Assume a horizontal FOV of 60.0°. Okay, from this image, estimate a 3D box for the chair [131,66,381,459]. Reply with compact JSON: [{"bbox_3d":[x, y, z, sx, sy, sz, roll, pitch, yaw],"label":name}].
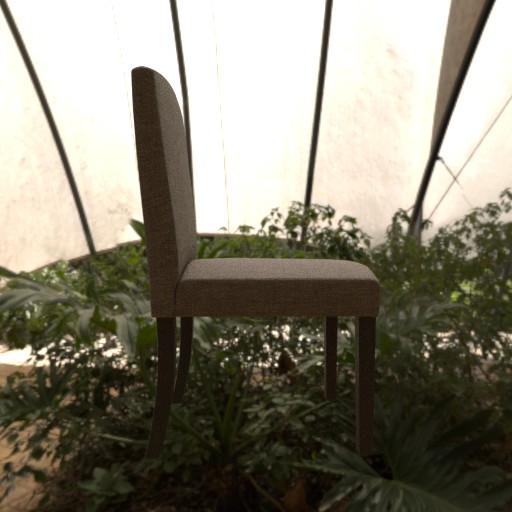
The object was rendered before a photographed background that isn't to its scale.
[{"bbox_3d":[0.000,0.000,1.213,0.580,0.917,0.451,0,0,-2],"label":"chair"}]
